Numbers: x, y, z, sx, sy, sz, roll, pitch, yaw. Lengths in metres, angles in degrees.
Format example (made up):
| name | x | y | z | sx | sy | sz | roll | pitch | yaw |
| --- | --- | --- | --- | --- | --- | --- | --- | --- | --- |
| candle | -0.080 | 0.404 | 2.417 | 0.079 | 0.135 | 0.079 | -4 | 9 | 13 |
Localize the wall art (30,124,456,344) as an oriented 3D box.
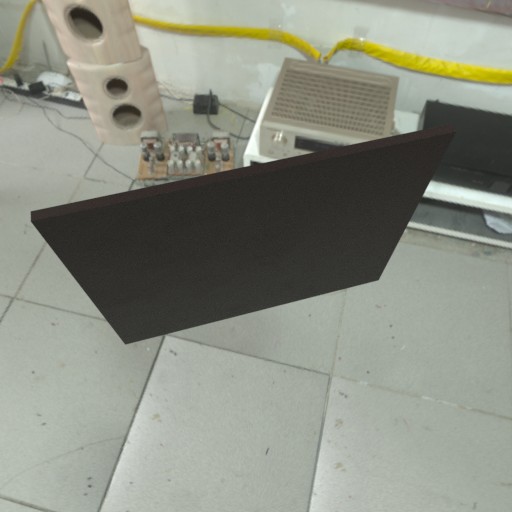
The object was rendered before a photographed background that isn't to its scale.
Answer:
| name | x | y | z | sx | sy | sz | roll | pitch | yaw |
| --- | --- | --- | --- | --- | --- | --- | --- | --- | --- |
| wall art | 0.000 | 0.000 | 1.635 | 1.207 | 0.952 | 0.034 | -13 | 61 | -8 |
